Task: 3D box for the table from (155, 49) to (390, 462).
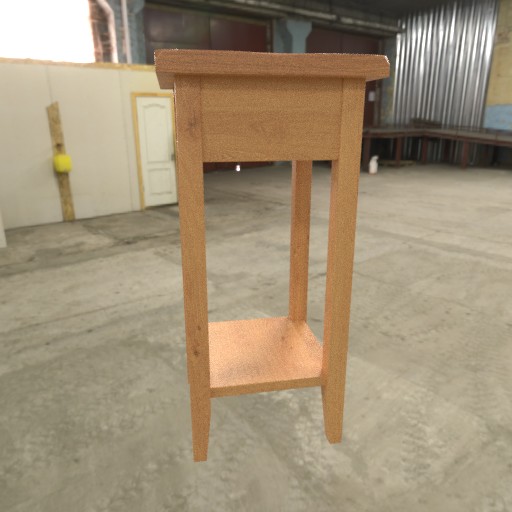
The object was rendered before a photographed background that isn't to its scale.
[{"bbox_3d":[0.000,0.000,0.934,0.360,0.740,0.360,-3,17,-10],"label":"table"}]
